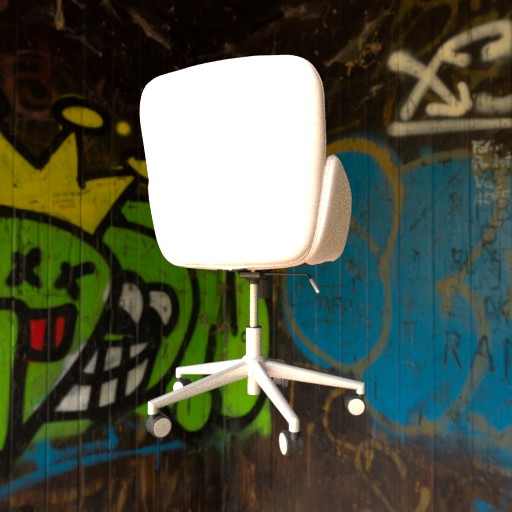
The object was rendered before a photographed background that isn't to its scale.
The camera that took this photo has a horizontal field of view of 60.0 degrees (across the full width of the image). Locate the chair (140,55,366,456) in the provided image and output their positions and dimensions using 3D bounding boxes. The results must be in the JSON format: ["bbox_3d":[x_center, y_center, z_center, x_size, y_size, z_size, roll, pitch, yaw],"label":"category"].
[{"bbox_3d":[0.000,0.000,1.376,0.648,0.959,0.633,0,-1,19],"label":"chair"}]
